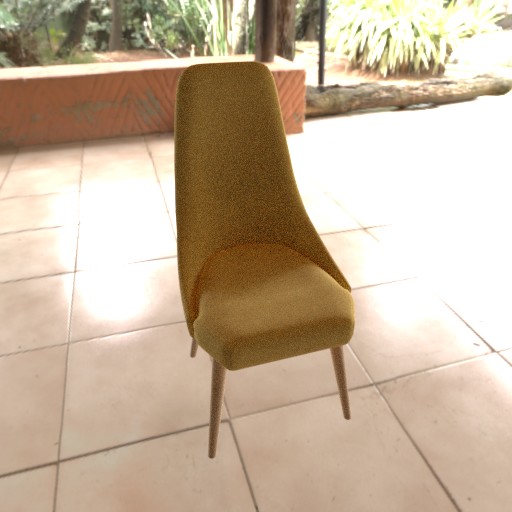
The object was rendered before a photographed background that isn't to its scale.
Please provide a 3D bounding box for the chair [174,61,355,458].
[{"bbox_3d":[0.000,0.000,1.389,0.510,1.040,0.660,-10,33,-15],"label":"chair"}]
